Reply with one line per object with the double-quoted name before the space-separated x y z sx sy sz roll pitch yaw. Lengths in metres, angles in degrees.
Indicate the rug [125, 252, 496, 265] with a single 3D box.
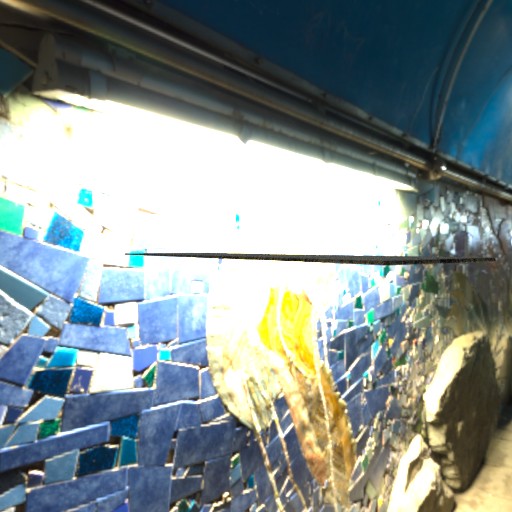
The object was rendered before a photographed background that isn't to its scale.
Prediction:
"rug" 0.000 0.000 2.471 0.688 0.015 2.292 -1 1 -36
